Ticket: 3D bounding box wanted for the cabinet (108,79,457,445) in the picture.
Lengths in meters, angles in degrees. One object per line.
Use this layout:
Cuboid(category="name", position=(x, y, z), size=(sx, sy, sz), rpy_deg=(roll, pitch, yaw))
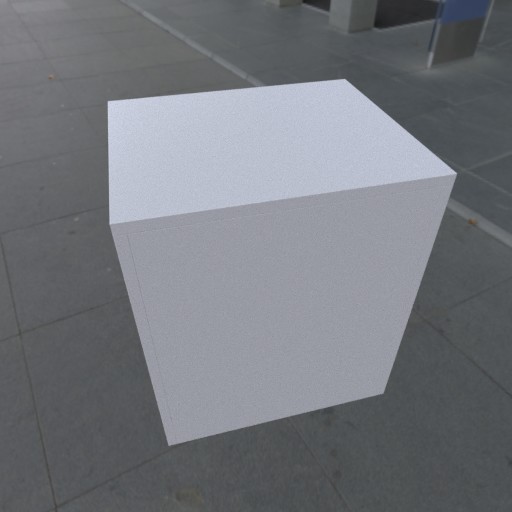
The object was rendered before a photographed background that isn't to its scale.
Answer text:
Cuboid(category="cabinet", position=(0.000, 0.000, 0.773), size=(0.400, 0.470, 0.360), rpy_deg=(-10, 42, -11))
